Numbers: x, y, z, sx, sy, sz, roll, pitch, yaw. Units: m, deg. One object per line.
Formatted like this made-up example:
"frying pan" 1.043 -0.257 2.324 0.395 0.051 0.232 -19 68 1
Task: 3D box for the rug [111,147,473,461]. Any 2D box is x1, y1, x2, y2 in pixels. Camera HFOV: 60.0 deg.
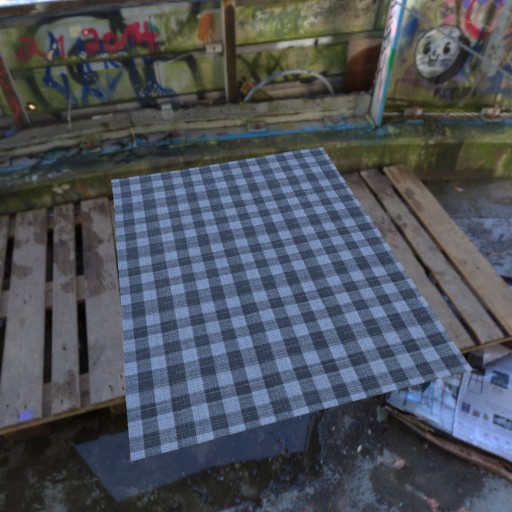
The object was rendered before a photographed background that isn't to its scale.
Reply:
"rug" 0.000 0.000 3.992 2.432 0.013 3.021 -11 47 -10
